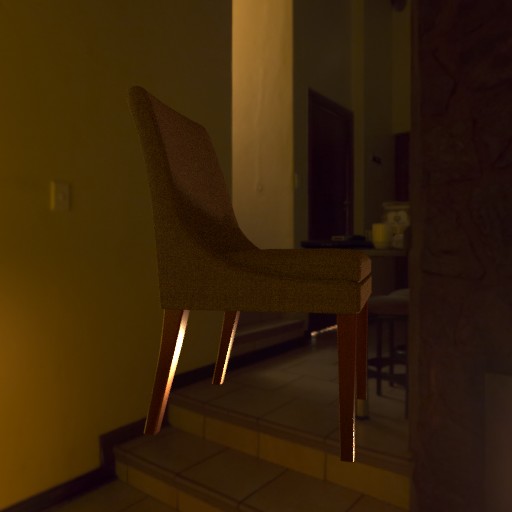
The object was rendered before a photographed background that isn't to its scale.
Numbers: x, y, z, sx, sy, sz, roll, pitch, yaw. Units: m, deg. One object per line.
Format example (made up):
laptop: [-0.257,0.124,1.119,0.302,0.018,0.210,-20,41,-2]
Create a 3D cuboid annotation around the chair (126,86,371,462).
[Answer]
chair: [0.000,0.000,1.345,0.655,0.952,0.508,0,1,18]
